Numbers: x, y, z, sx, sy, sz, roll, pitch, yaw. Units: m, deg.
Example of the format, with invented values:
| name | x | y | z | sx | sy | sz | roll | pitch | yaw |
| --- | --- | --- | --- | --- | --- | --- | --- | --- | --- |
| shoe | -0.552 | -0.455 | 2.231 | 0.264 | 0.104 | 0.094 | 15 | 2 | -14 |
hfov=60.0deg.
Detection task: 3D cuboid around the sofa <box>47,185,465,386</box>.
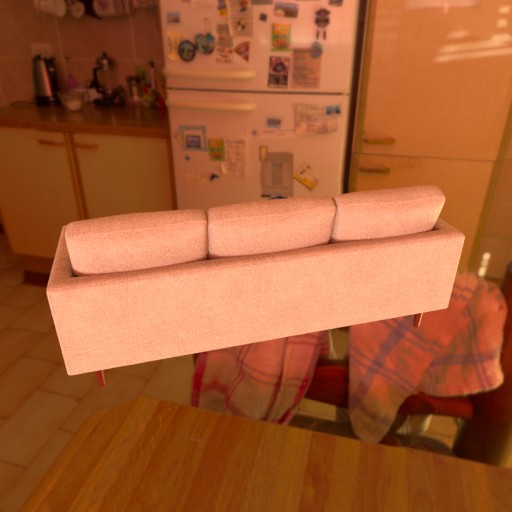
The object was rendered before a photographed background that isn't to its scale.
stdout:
| name | x | y | z | sx | sy | sz | roll | pitch | yaw |
| --- | --- | --- | --- | --- | --- | --- | --- | --- | --- |
| sofa | 0.000 | 0.000 | 2.722 | 2.246 | 0.930 | 0.903 | -7 | 29 | -14 |
